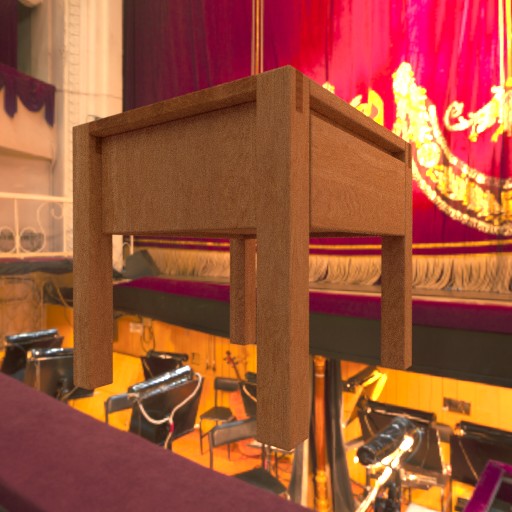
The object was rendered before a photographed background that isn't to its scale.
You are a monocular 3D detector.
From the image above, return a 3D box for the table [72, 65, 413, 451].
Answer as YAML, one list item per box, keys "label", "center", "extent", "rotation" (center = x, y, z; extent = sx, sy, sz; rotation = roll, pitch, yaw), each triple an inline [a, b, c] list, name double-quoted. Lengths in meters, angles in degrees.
- label: "table"
  center: [0.000, 0.000, 0.836]
  extent: [0.440, 0.450, 0.480]
  rotation: [0, 1, 36]
